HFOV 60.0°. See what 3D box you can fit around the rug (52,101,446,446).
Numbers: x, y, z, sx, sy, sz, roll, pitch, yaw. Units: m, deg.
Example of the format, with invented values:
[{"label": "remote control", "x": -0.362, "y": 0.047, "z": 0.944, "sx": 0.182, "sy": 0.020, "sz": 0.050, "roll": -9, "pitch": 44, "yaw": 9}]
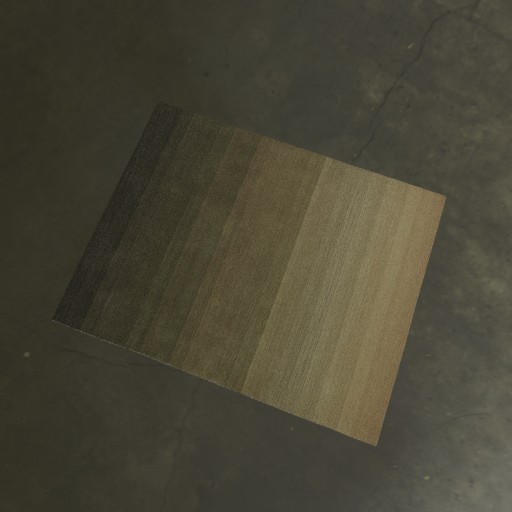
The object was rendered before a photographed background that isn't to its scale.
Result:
[{"label": "rug", "x": 0.000, "y": 0.000, "z": 3.989, "sx": 2.932, "sy": 0.015, "sz": 2.315, "roll": 20, "pitch": 76, "yaw": 5}]
